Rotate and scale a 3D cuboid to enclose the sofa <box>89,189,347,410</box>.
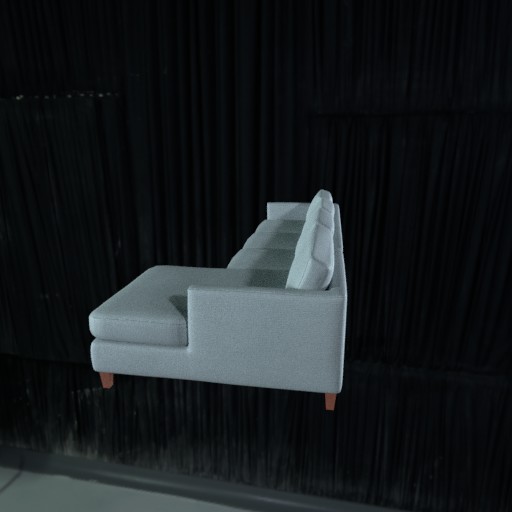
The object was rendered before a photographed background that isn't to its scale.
[{"bbox_3d":[0.000,0.000,4.247,1.604,0.950,3.471,3,16,9],"label":"sofa"}]
